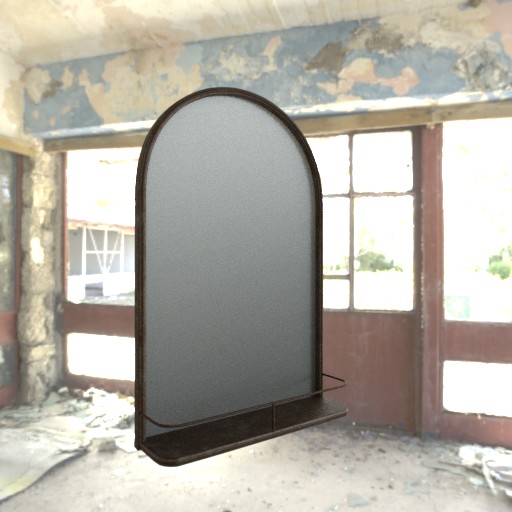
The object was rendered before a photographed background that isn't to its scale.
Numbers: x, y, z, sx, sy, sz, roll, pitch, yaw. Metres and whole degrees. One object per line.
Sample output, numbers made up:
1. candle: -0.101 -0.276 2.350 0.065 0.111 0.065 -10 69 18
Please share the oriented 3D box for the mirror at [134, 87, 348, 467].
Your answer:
1. mirror: 0.000 0.000 0.988 0.510 0.770 0.137 0 0 -36
